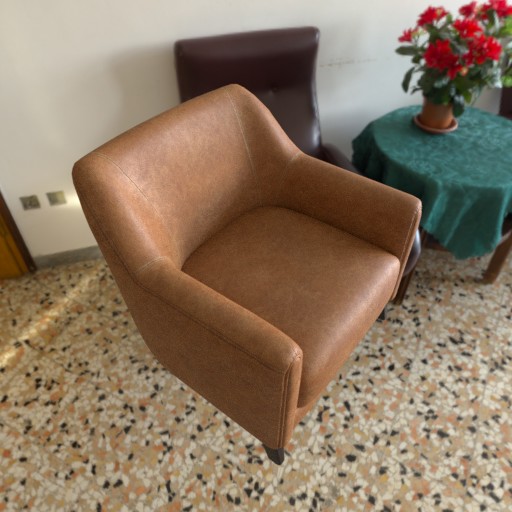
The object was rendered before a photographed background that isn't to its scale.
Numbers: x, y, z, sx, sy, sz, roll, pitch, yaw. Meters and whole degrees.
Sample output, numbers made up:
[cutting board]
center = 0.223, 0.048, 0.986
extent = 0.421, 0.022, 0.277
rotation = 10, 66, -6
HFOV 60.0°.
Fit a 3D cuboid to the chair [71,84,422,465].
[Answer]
[chair]
center = 0.000, 0.000, 1.852
extent = 1.034, 0.980, 1.037
rotation = 28, 50, 26
